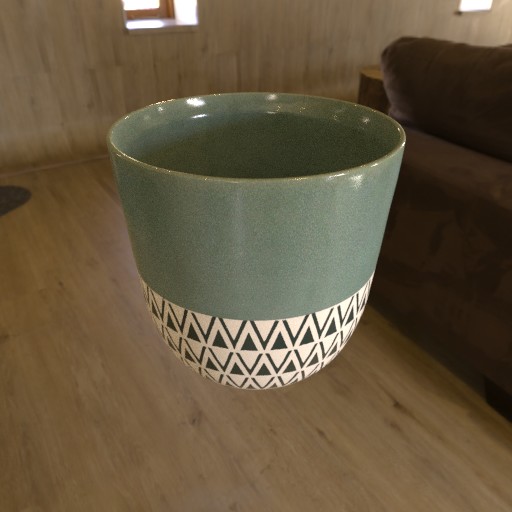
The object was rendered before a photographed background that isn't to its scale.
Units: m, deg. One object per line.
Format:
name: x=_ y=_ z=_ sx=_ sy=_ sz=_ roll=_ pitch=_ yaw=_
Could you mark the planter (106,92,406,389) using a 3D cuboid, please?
planter: x=0.000 y=0.000 z=0.361 sx=0.198 sy=0.214 sz=0.198 roll=0 pitch=32 yaw=0
